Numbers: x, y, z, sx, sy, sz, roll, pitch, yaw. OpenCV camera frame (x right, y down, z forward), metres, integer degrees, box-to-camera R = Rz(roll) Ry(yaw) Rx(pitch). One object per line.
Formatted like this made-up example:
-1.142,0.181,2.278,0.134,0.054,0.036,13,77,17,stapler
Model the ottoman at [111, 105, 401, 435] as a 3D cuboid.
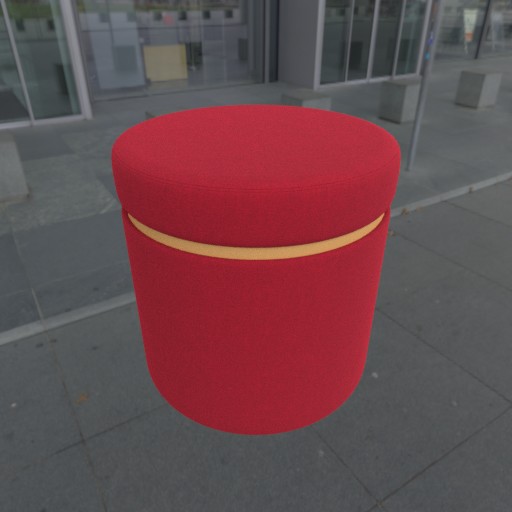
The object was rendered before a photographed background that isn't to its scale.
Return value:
0.000,0.000,0.726,0.400,0.406,0.400,0,31,0,ottoman
